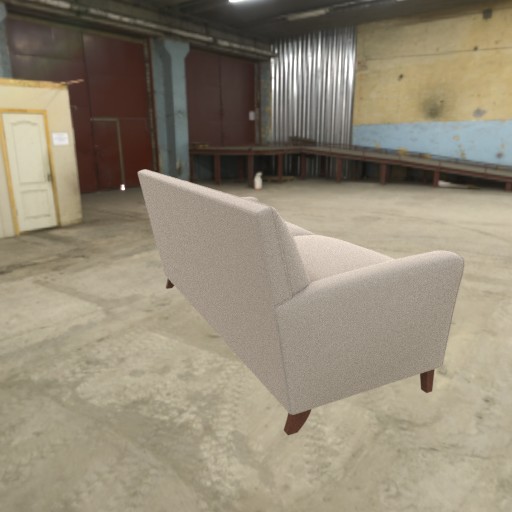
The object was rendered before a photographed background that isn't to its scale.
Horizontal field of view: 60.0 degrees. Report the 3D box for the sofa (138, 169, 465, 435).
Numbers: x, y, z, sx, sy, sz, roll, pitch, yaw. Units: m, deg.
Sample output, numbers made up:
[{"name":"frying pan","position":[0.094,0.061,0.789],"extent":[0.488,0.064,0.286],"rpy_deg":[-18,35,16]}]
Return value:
[{"name":"sofa","position":[0.000,0.000,2.427],"extent":[0.875,0.846,2.000],"rpy_deg":[-7,16,-24]}]
